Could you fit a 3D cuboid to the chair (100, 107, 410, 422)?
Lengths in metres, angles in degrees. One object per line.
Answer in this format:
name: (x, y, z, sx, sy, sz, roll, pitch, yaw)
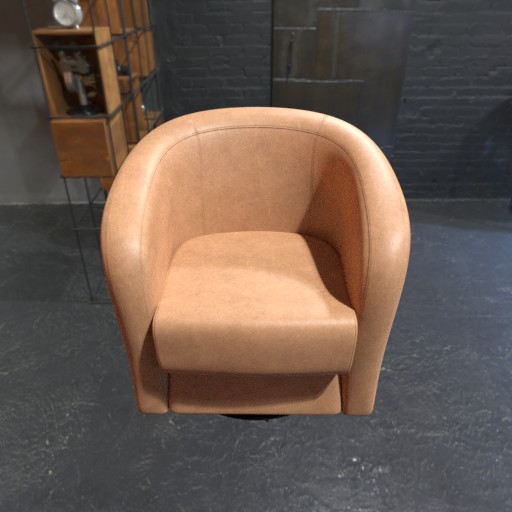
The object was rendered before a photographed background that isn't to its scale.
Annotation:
chair: (0.000, 0.000, 1.425, 0.791, 0.771, 0.815, 0, 31, 1)
